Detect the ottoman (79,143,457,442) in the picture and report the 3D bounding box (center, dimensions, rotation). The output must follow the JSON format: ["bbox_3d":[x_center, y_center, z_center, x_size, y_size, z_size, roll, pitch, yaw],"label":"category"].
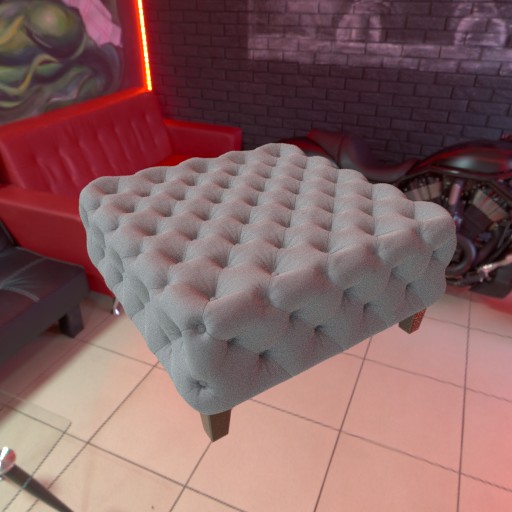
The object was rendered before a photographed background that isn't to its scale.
[{"bbox_3d":[0.000,0.000,1.471,0.911,0.439,0.917,-19,36,-28],"label":"ottoman"}]
